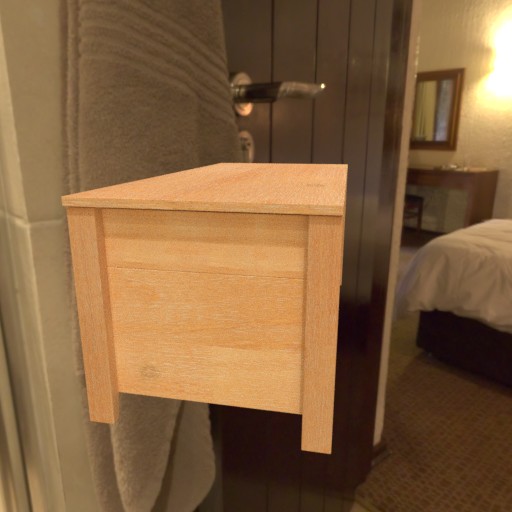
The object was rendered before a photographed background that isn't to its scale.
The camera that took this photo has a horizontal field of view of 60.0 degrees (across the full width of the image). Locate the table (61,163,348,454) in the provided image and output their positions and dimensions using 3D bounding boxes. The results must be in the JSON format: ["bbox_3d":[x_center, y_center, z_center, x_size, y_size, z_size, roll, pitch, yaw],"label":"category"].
[{"bbox_3d":[0.000,0.000,1.262,0.483,0.457,1.016,3,15,11],"label":"table"}]
